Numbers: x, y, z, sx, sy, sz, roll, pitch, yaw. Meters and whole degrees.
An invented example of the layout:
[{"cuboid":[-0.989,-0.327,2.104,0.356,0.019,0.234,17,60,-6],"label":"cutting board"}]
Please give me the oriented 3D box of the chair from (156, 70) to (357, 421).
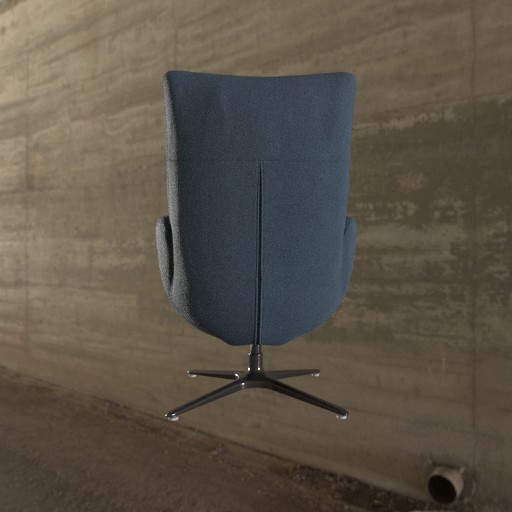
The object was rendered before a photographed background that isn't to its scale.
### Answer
[{"cuboid":[0.000,0.000,1.599,0.711,1.016,0.889,0,0,-2],"label":"chair"}]
